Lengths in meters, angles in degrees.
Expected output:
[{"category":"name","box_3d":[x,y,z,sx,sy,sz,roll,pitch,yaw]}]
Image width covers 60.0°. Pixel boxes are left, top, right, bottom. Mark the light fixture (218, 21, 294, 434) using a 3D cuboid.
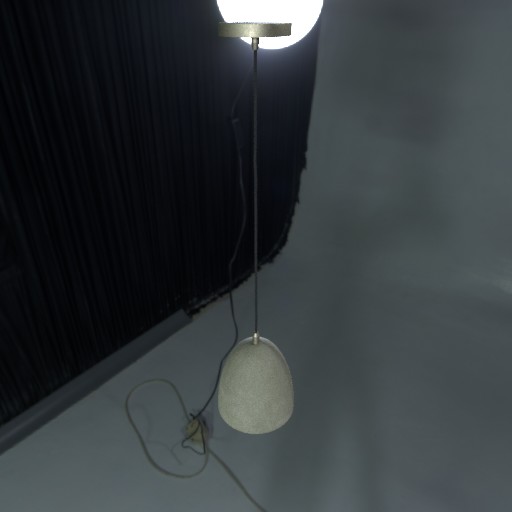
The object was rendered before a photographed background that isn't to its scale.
[{"category":"light fixture","box_3d":[0.000,0.000,0.815,0.170,0.759,0.170,19,35,30]}]
